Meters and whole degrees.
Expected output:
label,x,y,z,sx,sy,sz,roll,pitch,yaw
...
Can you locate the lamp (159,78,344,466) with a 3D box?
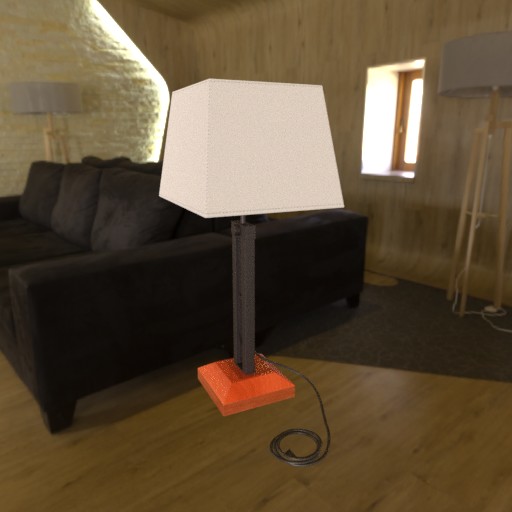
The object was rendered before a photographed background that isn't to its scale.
label,x,y,z,sx,sy,sz,roll,pitch,yaw
lamp,0.000,0.000,0.993,0.310,0.737,0.498,-7,16,-24
